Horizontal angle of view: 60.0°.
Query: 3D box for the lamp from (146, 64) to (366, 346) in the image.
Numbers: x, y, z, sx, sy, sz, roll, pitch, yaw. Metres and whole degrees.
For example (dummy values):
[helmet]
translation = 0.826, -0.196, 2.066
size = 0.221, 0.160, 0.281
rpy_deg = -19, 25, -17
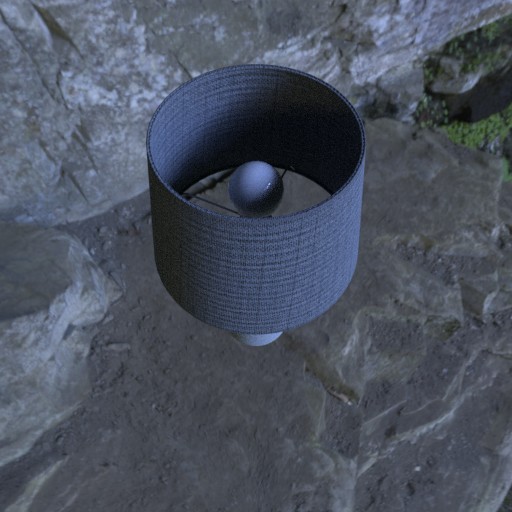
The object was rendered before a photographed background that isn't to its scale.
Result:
[lamp]
translation = 0.000, 0.000, 0.585
size = 0.251, 0.429, 0.251
rpy_deg = 0, 59, 0
